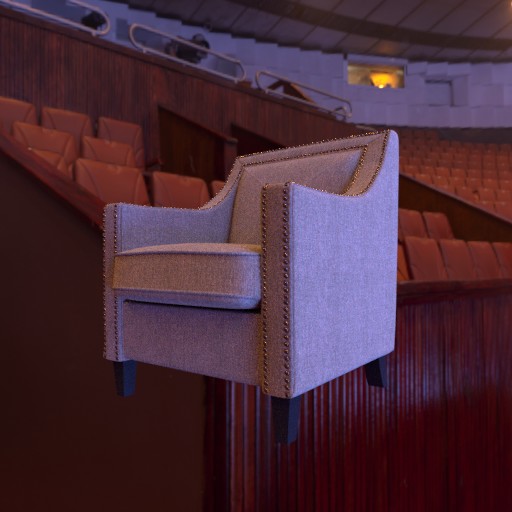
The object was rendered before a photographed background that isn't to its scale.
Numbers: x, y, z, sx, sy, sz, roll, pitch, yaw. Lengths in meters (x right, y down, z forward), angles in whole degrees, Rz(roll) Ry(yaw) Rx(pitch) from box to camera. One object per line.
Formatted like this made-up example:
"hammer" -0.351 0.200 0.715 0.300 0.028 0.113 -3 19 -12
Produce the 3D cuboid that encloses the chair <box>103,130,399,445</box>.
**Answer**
"chair" 0.000 0.000 1.606 0.776 0.967 0.884 0 -1 36
